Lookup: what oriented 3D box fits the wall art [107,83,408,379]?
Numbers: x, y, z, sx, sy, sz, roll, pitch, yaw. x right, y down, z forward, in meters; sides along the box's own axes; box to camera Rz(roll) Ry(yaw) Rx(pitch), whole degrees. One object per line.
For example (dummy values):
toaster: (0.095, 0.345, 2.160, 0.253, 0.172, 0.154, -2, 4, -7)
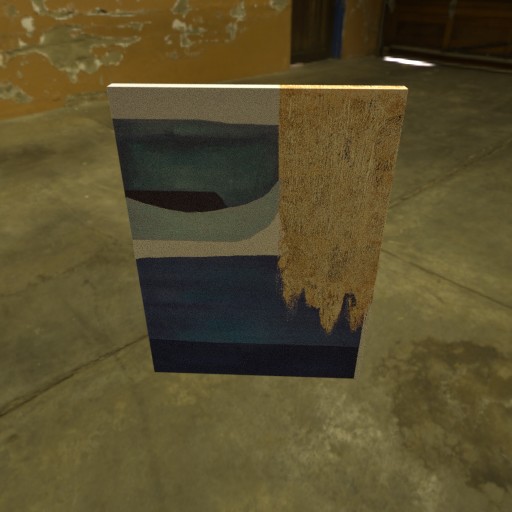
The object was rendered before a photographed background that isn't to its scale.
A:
wall art: (0.000, 0.000, 0.843, 0.458, 0.613, 0.026, 1, 31, 2)
